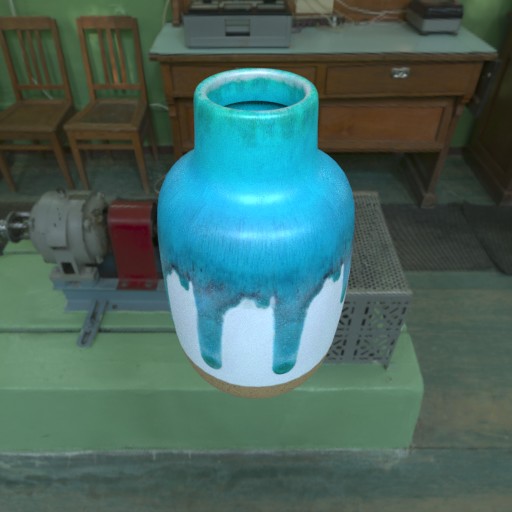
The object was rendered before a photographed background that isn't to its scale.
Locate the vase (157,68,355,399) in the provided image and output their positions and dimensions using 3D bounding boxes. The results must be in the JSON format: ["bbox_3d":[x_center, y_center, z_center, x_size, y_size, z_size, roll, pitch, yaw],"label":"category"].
[{"bbox_3d":[0.000,0.000,0.252,0.106,0.192,0.106,0,42,0],"label":"vase"}]
